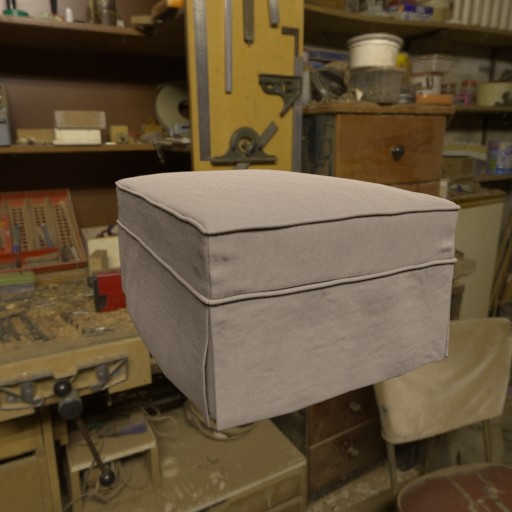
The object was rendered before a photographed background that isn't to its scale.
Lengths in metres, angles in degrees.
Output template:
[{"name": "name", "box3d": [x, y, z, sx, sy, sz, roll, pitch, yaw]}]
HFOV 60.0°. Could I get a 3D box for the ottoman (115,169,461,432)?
[{"name": "ottoman", "box3d": [0.000, 0.000, 1.325, 0.703, 0.479, 0.944, -8, 17, -26]}]
